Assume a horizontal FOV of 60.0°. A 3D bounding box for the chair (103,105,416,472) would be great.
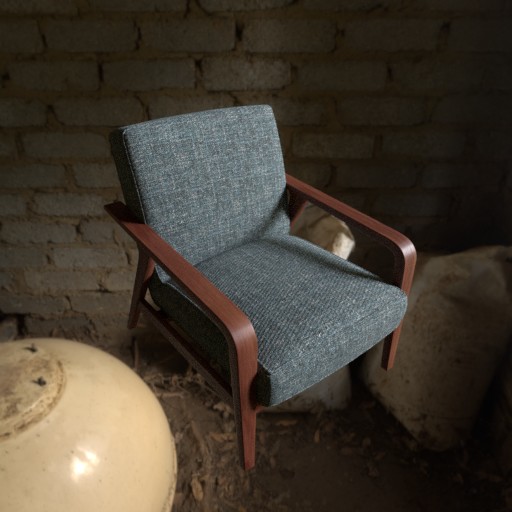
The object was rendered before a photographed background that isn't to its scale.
[{"bbox_3d":[0.000,0.000,1.526,0.719,0.864,0.889,-22,37,-32],"label":"chair"}]
